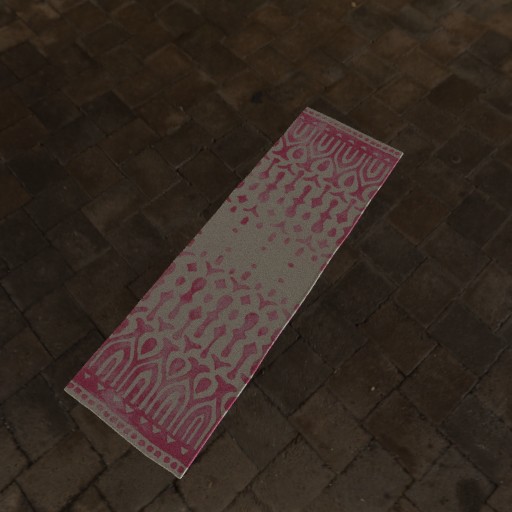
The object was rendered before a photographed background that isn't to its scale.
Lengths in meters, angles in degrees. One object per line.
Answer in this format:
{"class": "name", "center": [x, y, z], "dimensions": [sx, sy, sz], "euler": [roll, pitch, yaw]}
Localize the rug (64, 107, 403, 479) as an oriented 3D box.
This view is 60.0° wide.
{"class": "rug", "center": [0.000, 0.000, 2.700], "dimensions": [0.787, 0.011, 2.458], "euler": [32, 68, 15]}
